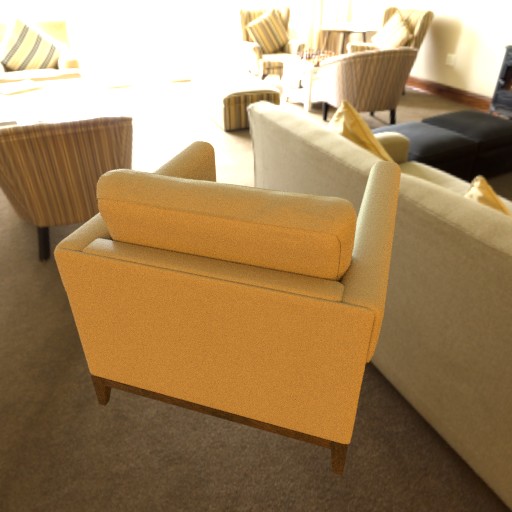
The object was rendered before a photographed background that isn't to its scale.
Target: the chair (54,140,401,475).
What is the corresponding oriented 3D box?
[{"bbox_3d":[0.000,0.000,1.620,0.914,0.838,0.959,10,34,15],"label":"chair"}]
